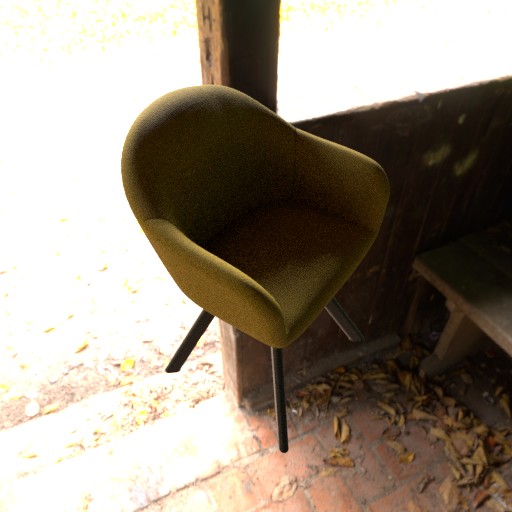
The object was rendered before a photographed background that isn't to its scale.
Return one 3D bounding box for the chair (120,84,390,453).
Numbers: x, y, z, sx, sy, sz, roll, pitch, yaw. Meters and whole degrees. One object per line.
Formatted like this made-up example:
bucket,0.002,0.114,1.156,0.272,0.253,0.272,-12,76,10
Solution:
chair,0.000,0.000,1.207,0.550,0.795,0.590,25,47,26
